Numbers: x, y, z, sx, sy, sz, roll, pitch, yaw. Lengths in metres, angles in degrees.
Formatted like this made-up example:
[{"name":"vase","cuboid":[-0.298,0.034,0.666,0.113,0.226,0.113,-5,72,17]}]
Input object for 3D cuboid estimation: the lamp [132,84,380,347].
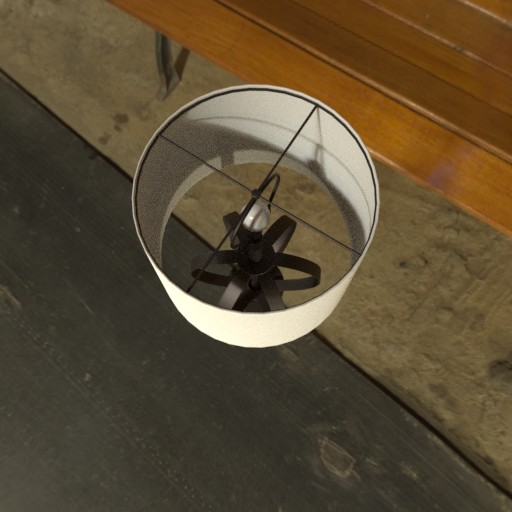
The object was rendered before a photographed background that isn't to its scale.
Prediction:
[{"name":"lamp","cuboid":[0.000,0.000,0.696,0.286,0.510,0.286,0,75,0]}]
